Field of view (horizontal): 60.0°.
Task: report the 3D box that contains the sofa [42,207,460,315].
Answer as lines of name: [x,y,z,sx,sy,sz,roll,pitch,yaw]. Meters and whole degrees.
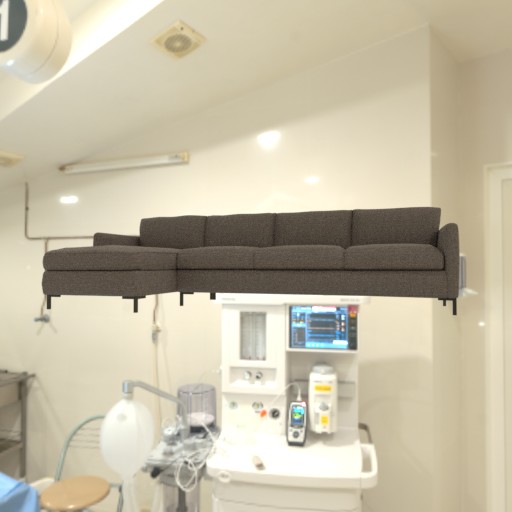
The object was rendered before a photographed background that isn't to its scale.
sofa: [0.000,0.000,3.223,2.731,0.754,1.258,0,-1,18]
